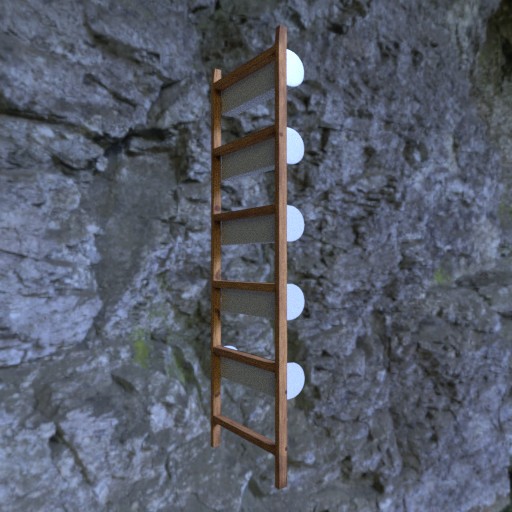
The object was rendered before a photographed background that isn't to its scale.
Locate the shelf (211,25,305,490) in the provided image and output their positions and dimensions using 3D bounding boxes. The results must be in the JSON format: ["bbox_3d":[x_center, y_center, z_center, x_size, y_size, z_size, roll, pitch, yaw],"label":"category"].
[{"bbox_3d":[0.000,0.000,1.746,0.141,1.600,0.454,1,-1,-37],"label":"shelf"}]
